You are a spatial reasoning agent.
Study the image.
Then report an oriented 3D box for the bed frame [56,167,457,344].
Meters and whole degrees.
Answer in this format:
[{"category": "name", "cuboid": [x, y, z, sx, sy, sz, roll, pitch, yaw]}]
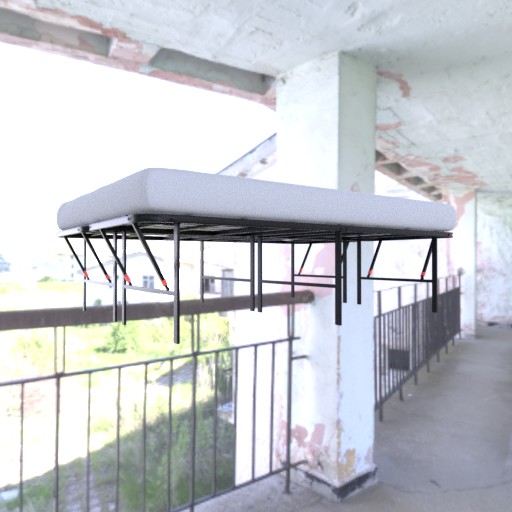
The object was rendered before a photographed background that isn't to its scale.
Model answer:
[{"category": "bed frame", "cuboid": [0.000, 0.000, 2.550, 1.905, 0.637, 1.372, 0, -1, -36]}]
